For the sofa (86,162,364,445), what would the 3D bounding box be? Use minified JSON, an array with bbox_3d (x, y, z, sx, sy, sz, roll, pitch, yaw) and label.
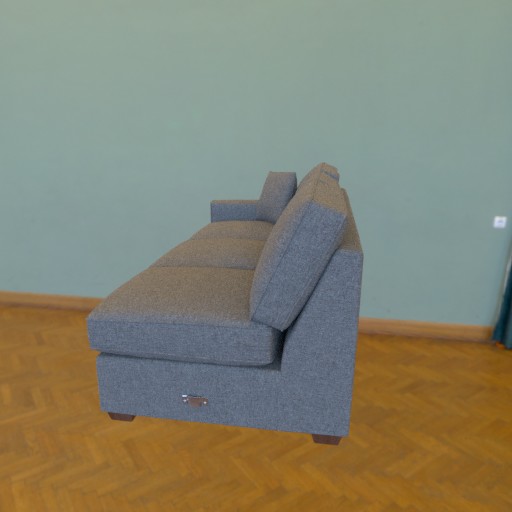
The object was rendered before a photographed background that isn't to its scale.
[{"bbox_3d":[0.000,0.000,2.510,1.034,0.946,1.963,2,16,9],"label":"sofa"}]
